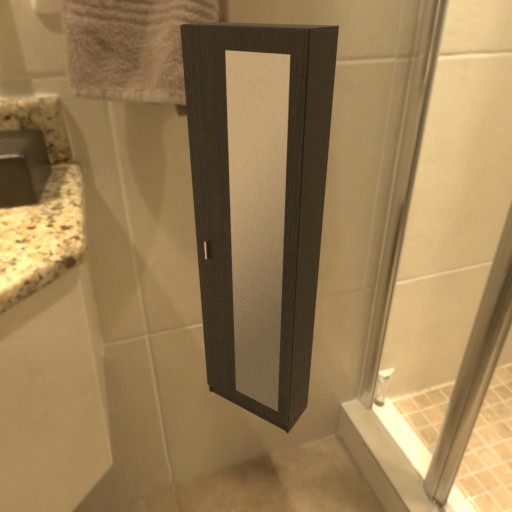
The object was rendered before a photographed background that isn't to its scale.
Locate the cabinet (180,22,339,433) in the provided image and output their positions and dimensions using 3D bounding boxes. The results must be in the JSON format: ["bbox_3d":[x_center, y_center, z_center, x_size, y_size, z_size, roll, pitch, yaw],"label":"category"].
[{"bbox_3d":[0.000,0.000,1.936,0.500,1.790,0.230,18,35,29],"label":"cabinet"}]
